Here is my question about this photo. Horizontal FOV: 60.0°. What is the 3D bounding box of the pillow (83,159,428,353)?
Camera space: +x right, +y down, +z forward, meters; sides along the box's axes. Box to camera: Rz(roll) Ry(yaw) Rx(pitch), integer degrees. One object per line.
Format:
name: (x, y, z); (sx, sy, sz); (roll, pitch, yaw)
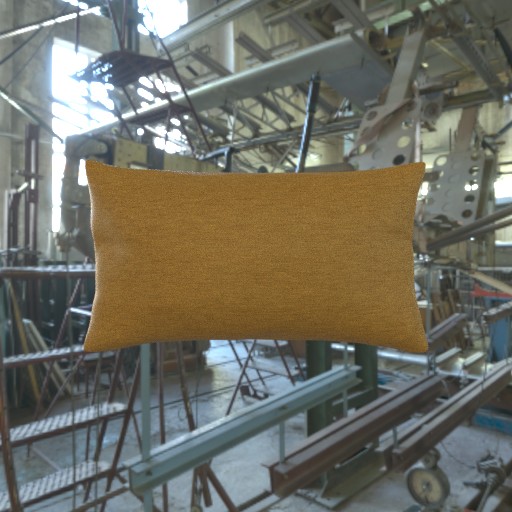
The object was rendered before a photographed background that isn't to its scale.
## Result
pillow: (0.000, 0.000, 0.808); (0.634, 0.354, 0.210); (0, 0, 0)
